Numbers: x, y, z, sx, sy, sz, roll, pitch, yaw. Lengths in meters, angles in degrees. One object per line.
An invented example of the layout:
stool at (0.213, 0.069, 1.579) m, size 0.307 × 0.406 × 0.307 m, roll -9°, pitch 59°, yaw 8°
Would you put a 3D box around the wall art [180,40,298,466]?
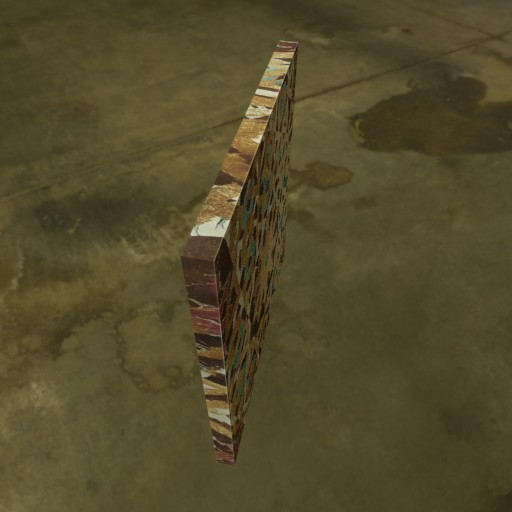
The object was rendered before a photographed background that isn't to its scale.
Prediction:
wall art at (0.000, 0.000, 0.896) m, size 0.041 × 0.613 × 0.609 m, roll 9°, pitch 47°, yaw 8°
